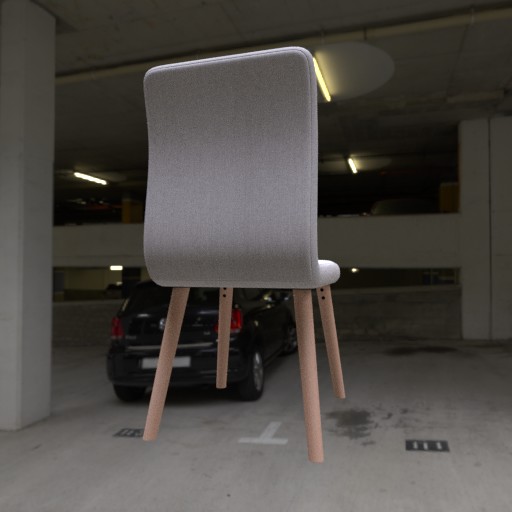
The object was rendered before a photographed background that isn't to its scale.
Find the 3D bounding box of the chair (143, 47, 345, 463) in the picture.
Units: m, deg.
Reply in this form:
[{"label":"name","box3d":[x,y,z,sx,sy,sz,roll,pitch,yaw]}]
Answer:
[{"label":"chair","box3d":[0.000,0.000,1.228,0.435,0.885,0.550,0,-1,17]}]
